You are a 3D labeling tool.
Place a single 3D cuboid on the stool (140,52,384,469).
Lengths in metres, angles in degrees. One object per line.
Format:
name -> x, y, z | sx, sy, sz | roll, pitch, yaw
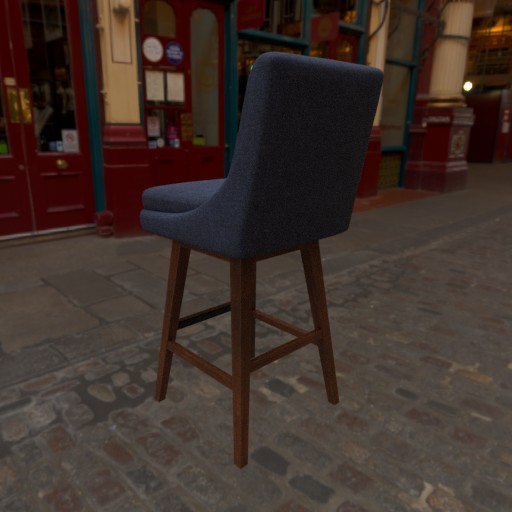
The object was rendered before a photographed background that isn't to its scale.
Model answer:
stool -> 0.000, 0.000, 1.367 | 0.489, 1.068, 0.572 | -15, 22, -41
